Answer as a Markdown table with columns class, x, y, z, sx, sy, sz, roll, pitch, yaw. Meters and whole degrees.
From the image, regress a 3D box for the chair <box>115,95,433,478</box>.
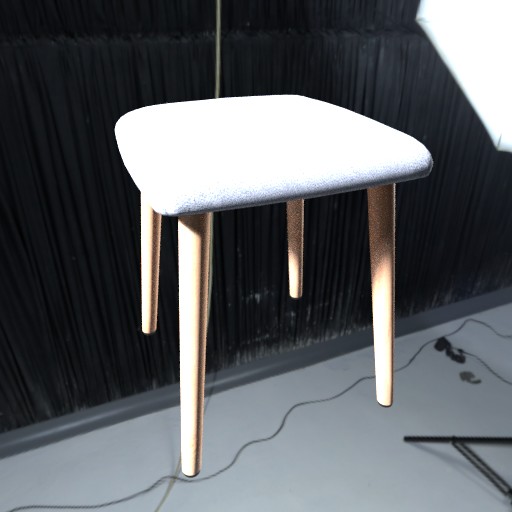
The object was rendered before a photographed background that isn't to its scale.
| class | x | y | z | sx | sy | sz | roll | pitch | yaw |
| --- | --- | --- | --- | --- | --- | --- | --- | --- | --- |
| chair | 0.000 | 0.000 | 0.686 | 0.350 | 0.440 | 0.350 | -11 | 32 | -19 |
